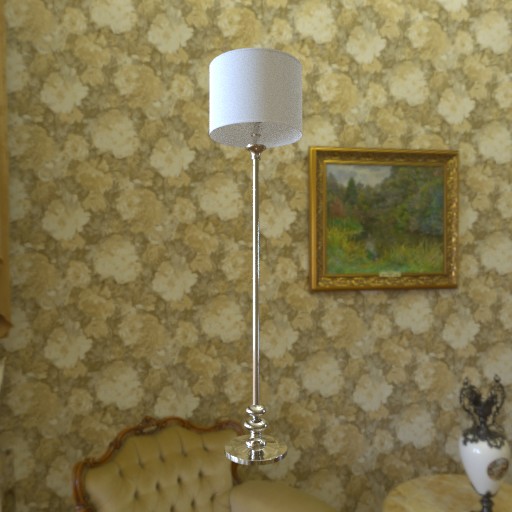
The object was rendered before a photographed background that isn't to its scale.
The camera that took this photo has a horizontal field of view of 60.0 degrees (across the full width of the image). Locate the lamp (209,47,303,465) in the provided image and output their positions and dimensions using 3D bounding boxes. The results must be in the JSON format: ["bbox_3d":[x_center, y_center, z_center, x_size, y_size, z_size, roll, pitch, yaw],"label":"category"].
[{"bbox_3d":[0.000,0.000,1.699,0.356,1.487,0.356,0,-1,36],"label":"lamp"}]
